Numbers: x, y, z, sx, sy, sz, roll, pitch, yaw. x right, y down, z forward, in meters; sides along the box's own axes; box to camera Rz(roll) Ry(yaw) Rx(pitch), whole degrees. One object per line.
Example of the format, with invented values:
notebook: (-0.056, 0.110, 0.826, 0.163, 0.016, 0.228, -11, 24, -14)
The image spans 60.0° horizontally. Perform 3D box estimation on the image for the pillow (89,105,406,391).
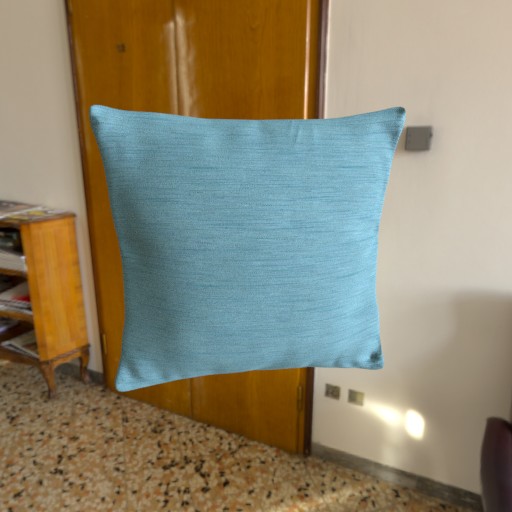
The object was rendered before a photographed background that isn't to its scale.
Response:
pillow: (0.000, 0.000, 0.644, 0.433, 0.415, 0.151, -2, 16, -8)
